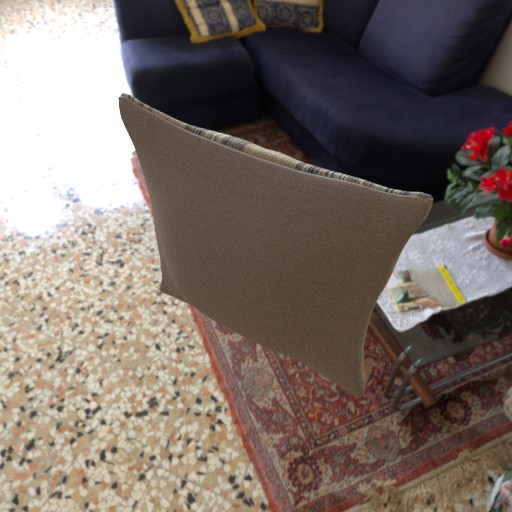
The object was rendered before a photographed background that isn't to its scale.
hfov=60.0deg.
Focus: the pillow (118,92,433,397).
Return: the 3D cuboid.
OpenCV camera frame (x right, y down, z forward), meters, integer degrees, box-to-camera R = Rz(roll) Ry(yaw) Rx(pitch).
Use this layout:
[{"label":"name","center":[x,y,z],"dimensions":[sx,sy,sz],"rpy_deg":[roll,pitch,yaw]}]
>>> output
[{"label":"pillow","center":[0.000,0.000,0.676],"dimensions":[0.435,0.416,0.189],"rpy_deg":[24,51,21]}]
